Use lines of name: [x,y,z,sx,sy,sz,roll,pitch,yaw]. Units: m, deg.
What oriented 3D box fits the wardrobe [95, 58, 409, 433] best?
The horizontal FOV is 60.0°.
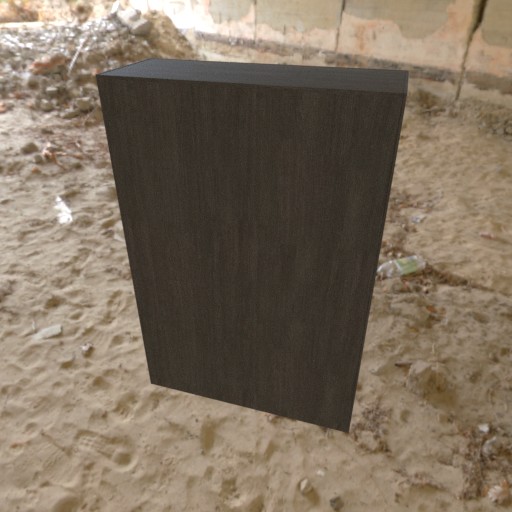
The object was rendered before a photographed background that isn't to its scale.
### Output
wardrobe: [0.000,0.000,2.459,1.290,1.910,0.510,9,33,14]
